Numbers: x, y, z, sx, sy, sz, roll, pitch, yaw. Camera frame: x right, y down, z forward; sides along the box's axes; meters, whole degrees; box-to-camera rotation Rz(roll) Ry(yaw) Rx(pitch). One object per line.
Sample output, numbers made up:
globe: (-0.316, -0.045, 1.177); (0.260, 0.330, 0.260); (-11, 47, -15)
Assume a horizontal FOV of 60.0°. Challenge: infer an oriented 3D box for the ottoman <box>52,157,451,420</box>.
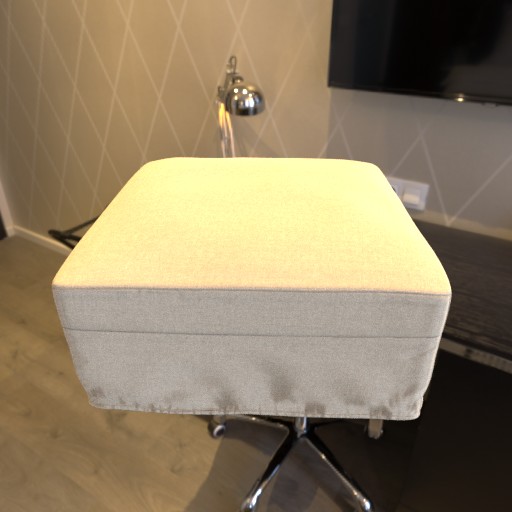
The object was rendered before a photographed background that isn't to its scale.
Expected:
ottoman: (0.000, 0.000, 1.320); (0.840, 0.436, 0.843); (1, 30, 2)
